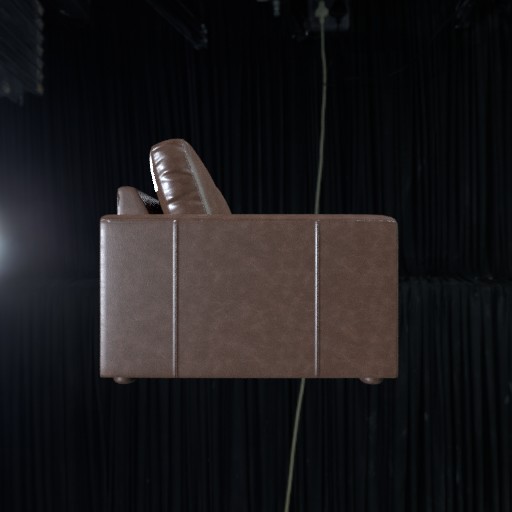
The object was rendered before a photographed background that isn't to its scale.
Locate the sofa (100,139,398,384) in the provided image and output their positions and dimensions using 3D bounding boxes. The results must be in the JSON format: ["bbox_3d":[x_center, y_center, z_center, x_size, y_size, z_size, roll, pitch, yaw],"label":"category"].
[{"bbox_3d":[0.000,0.000,2.241,1.016,0.873,1.616,0,0,0],"label":"sofa"}]
